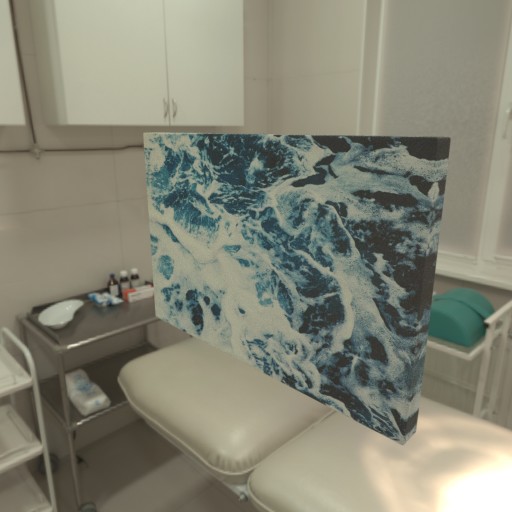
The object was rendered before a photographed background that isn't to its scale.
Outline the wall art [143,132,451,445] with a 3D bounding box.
[{"bbox_3d":[0.000,0.000,0.767,0.609,0.407,0.043,16,22,43],"label":"wall art"}]
